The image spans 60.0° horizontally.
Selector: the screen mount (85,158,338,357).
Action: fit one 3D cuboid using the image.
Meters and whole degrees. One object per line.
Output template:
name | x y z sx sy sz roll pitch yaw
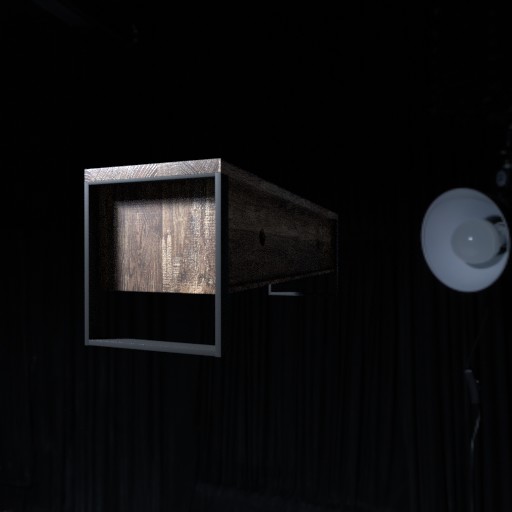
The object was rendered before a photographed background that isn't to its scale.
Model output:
screen mount | 0.000 0.000 1.787 0.395 0.450 1.524 0 0 20
